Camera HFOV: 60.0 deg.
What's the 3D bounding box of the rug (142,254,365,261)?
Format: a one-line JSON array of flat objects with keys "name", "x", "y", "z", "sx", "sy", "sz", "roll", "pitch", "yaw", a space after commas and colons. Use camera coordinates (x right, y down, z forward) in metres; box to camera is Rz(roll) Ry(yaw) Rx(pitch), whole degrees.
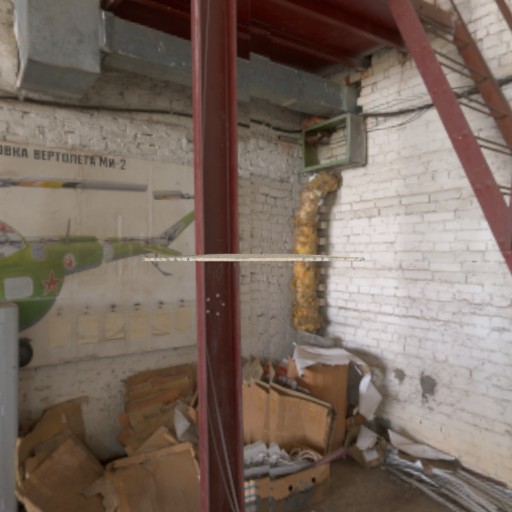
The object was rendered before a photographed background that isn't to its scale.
[{"name": "rug", "x": 0.000, "y": 0.000, "z": 2.748, "sx": 0.775, "sy": 0.012, "sz": 2.452, "roll": 0, "pitch": 1, "yaw": 1}]
